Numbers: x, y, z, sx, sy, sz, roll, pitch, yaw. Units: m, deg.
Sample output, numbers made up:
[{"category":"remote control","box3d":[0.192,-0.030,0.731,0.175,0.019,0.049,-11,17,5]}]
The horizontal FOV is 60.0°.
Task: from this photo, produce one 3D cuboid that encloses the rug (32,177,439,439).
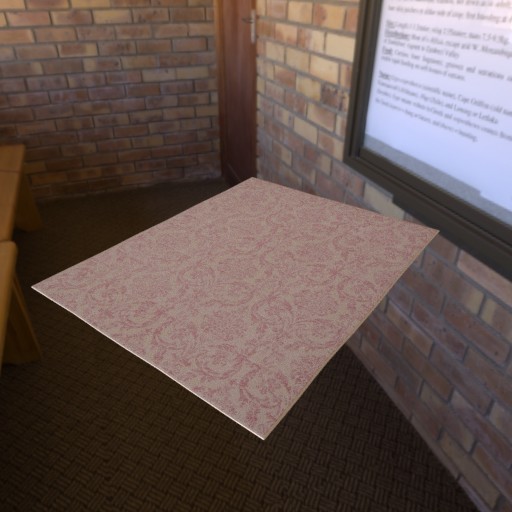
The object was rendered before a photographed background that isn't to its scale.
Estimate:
[{"category":"rug","box3d":[0.000,0.000,4.036,2.363,0.012,2.980,22,38,31]}]
